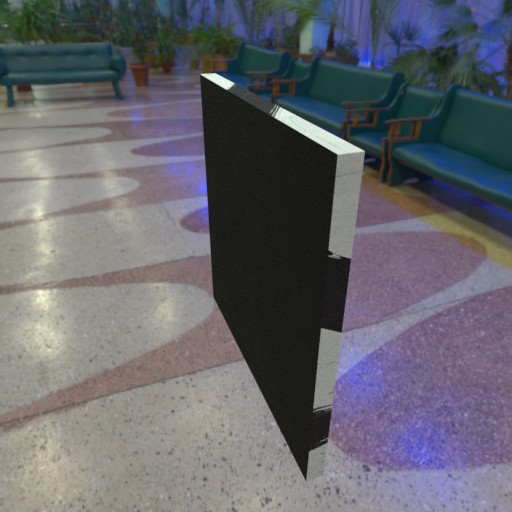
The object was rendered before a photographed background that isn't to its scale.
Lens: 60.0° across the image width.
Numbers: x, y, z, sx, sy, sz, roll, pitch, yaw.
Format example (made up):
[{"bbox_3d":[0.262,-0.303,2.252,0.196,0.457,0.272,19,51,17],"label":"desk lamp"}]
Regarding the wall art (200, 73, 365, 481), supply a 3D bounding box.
[{"bbox_3d":[0.000,0.000,1.131,0.046,0.765,0.765,-11,32,-18],"label":"wall art"}]
